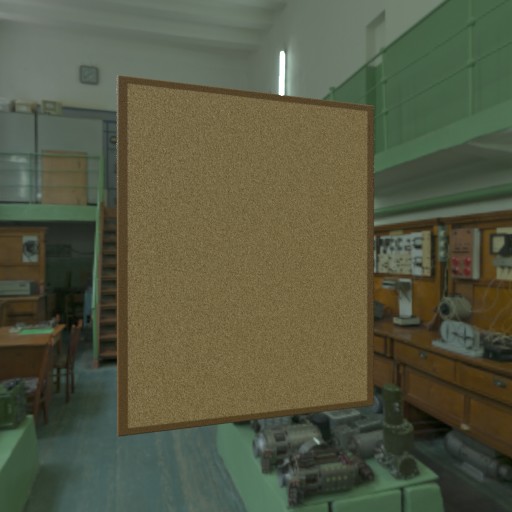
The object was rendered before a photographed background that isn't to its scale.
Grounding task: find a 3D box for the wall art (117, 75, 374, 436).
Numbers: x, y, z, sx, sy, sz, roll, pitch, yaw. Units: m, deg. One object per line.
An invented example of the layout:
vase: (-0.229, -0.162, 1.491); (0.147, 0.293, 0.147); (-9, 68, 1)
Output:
wall art: (0.000, 0.000, 0.752); (0.449, 0.550, 0.021); (0, 0, -18)
